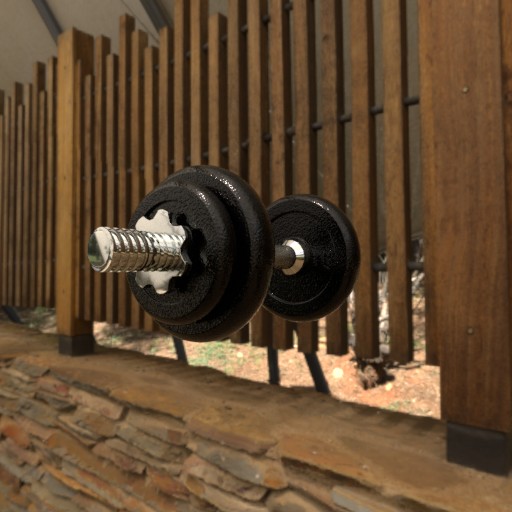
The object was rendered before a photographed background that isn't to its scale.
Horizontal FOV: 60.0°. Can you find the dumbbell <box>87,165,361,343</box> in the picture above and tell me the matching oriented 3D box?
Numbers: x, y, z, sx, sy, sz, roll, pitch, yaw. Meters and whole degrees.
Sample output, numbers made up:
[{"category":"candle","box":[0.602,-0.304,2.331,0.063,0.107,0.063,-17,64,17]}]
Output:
[{"category":"dumbbell","box":[0.000,0.000,0.604,0.202,0.202,0.497,-1,-2,35]}]
